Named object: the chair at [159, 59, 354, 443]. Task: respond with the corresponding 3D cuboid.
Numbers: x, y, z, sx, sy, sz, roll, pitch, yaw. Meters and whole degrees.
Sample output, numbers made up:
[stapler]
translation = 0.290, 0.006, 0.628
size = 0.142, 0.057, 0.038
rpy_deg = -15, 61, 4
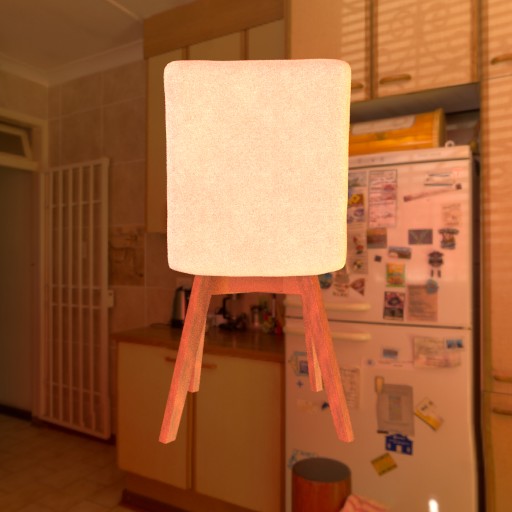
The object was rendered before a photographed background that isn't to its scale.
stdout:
[chair]
translation = 0.000, 0.000, 1.347
size = 0.522, 0.974, 0.563
rpy_deg = 0, 0, -1
